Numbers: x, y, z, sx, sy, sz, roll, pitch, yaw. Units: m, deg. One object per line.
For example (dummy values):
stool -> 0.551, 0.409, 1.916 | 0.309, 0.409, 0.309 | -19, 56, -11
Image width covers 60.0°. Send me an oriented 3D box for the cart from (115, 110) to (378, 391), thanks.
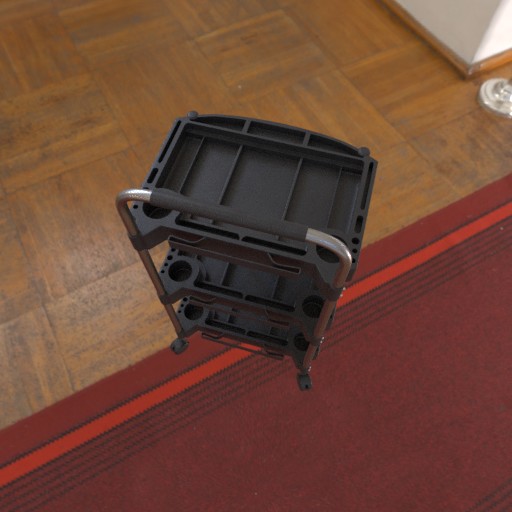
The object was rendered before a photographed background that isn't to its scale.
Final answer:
cart -> 0.000, 0.000, 1.413 | 0.584, 1.075, 0.518 | 14, 63, 7
